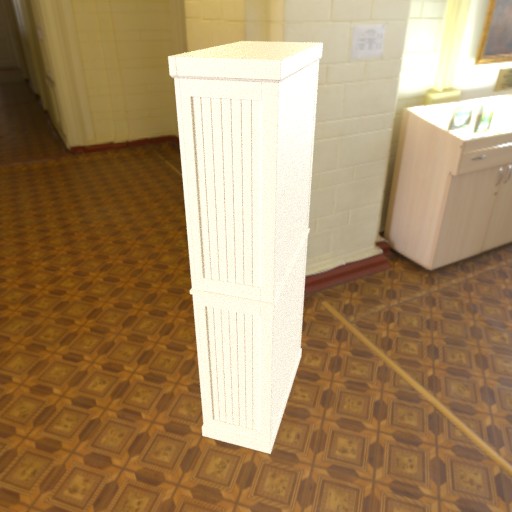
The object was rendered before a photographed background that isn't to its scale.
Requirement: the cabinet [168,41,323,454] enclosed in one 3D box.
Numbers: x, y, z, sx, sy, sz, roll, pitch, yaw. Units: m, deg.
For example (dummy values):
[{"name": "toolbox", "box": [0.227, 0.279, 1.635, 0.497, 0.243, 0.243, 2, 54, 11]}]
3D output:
[{"name": "cabinet", "box": [0.000, 0.000, 2.150, 0.390, 1.829, 0.754, 9, 31, 15]}]
